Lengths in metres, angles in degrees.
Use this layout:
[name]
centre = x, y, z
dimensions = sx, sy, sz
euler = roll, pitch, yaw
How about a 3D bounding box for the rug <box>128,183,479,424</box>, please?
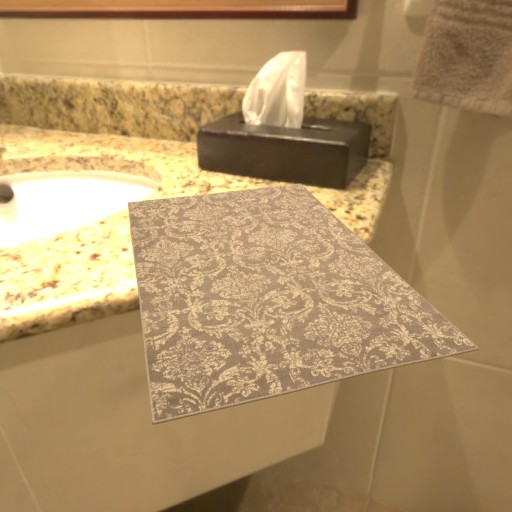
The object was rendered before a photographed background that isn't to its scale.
[rug]
centre = 0.000, 0.000, 3.419
dimensions = 1.819, 0.018, 2.746
euler = -8, 31, -14
